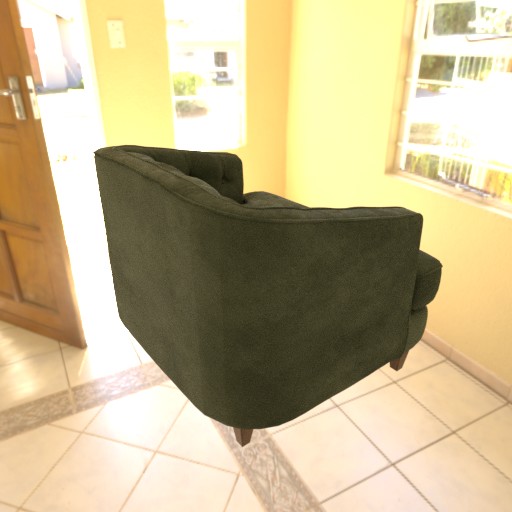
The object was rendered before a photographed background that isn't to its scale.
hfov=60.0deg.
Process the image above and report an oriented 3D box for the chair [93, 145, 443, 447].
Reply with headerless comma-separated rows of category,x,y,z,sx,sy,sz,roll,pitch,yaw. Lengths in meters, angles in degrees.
chair,0.000,0.000,1.739,0.941,0.852,1.104,-19,32,-33
